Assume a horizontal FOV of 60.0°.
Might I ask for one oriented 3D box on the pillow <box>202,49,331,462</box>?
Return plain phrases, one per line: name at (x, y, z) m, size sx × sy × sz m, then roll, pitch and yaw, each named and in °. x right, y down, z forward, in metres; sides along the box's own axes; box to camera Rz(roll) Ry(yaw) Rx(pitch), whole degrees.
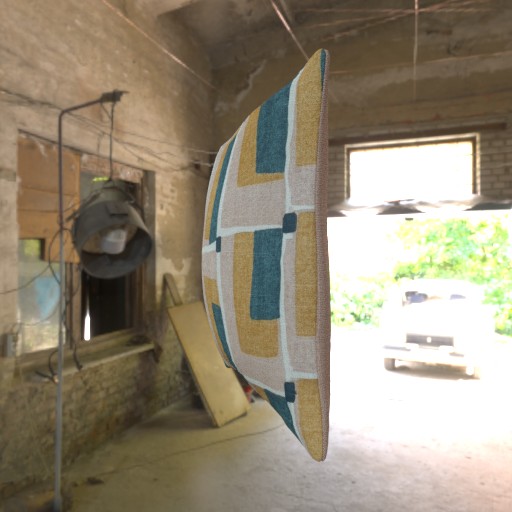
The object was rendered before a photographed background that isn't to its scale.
pillow at (0.000, 0.000, 0.727) m, size 0.158 × 0.479 × 0.478 m, roll 0°, pitch 0°, yaw -17°
